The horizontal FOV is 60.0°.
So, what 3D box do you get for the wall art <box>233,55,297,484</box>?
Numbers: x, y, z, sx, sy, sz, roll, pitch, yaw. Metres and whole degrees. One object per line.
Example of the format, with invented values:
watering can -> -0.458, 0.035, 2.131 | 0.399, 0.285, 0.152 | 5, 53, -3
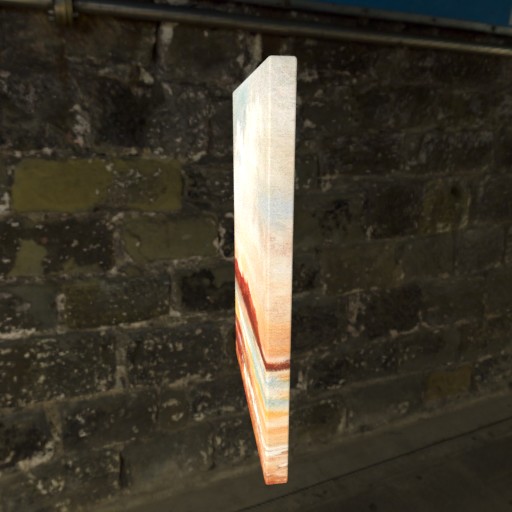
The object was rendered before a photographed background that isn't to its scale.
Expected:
wall art -> 0.000, 0.000, 0.810 | 0.035, 0.605, 0.443 | -2, 15, -8
